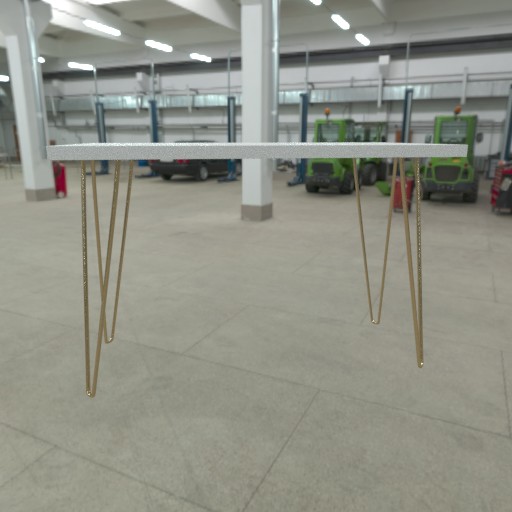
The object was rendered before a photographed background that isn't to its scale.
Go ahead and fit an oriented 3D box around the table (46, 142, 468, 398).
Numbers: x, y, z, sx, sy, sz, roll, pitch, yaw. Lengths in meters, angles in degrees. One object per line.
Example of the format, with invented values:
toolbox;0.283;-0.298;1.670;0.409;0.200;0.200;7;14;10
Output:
table;0.000;0.000;1.346;0.991;0.660;0.498;-2;15;-9
